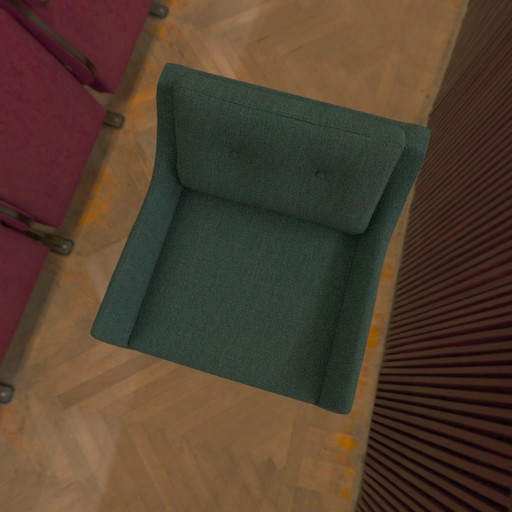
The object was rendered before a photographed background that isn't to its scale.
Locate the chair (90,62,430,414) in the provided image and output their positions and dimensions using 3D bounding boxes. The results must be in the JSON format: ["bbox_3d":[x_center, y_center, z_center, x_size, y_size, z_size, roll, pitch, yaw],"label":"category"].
[{"bbox_3d":[0.000,0.000,1.530,0.847,0.828,0.849,16,76,4],"label":"chair"}]
